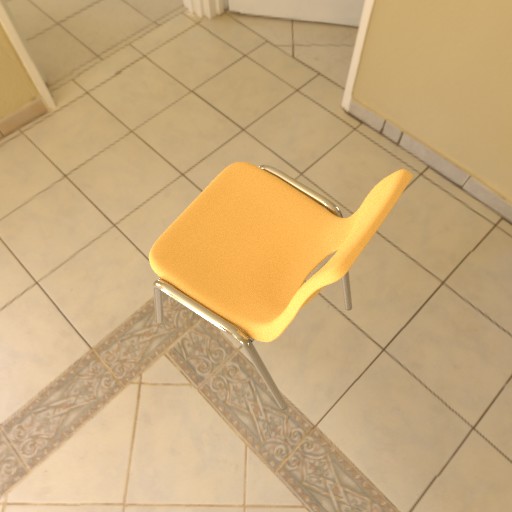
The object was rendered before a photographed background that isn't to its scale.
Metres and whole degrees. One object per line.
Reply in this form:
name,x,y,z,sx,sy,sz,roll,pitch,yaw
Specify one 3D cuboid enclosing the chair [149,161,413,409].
chair,0.000,0.000,0.964,0.436,0.704,0.381,33,67,16
